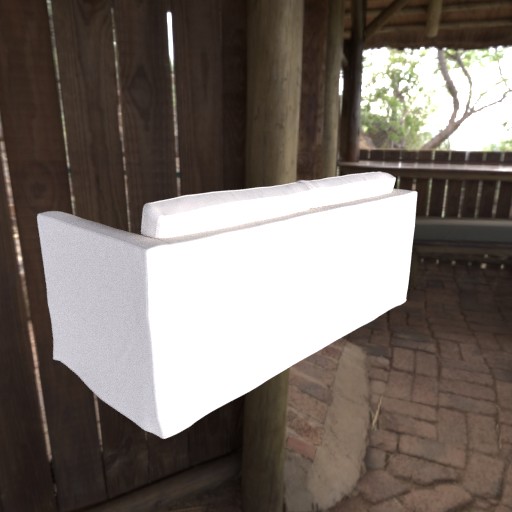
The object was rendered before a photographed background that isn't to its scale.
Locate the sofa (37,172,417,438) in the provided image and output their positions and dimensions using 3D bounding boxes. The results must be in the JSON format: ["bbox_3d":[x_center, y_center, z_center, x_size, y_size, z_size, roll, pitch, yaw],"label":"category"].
[{"bbox_3d":[0.000,0.000,2.466,0.940,0.870,1.987,15,22,42],"label":"sofa"}]
